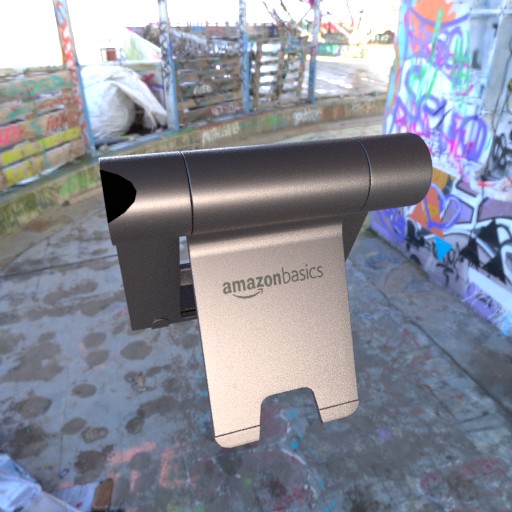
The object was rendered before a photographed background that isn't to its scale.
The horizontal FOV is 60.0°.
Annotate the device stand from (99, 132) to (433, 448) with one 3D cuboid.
[{"bbox_3d":[0.000,0.000,0.150,0.088,0.084,0.079,-9,30,-16],"label":"device stand"}]
